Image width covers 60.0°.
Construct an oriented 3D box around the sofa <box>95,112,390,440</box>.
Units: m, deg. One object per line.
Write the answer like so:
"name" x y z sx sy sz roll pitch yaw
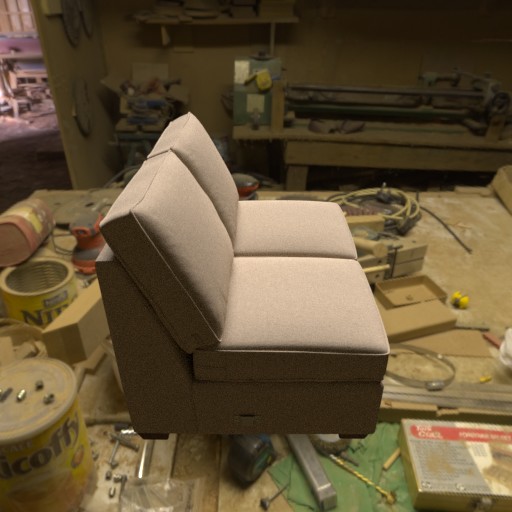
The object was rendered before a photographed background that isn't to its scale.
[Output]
"sofa" 0.000 0.000 1.997 0.951 1.008 1.237 0 31 1
